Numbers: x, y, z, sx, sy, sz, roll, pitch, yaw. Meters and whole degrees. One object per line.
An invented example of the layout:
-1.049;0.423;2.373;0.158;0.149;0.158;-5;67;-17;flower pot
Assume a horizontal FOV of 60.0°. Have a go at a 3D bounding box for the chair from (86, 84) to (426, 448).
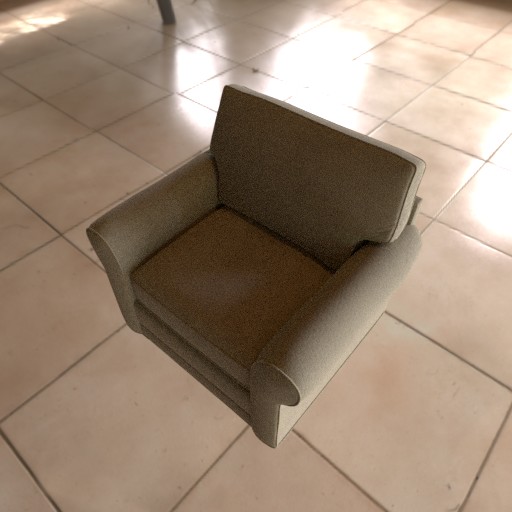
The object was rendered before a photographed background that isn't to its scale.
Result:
0.000;0.000;1.930;1.147;1.044;0.939;32;55;26;chair
